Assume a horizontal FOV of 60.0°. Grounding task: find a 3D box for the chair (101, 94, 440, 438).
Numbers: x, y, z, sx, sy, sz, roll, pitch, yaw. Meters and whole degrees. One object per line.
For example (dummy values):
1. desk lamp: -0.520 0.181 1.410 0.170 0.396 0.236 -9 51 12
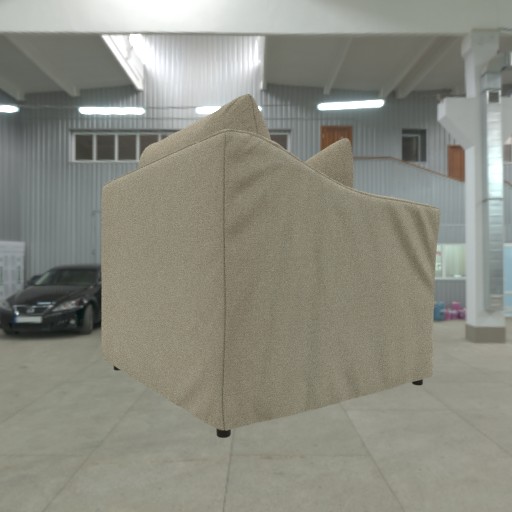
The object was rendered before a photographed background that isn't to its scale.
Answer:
1. chair: 0.000 0.000 2.010 1.071 1.093 1.194 0 0 -35
